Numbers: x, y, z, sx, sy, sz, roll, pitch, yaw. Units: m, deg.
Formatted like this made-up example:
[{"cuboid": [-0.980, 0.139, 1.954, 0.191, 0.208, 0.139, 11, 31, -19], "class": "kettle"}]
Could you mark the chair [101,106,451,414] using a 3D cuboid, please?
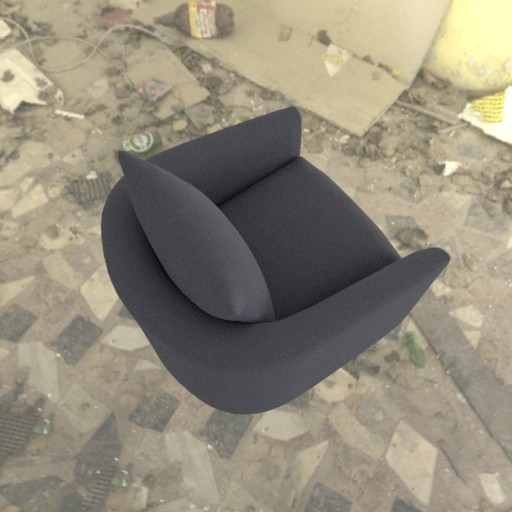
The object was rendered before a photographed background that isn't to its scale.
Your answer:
[{"cuboid": [0.000, 0.000, 1.527, 0.910, 0.848, 0.845, -30, 64, -17], "class": "chair"}]
